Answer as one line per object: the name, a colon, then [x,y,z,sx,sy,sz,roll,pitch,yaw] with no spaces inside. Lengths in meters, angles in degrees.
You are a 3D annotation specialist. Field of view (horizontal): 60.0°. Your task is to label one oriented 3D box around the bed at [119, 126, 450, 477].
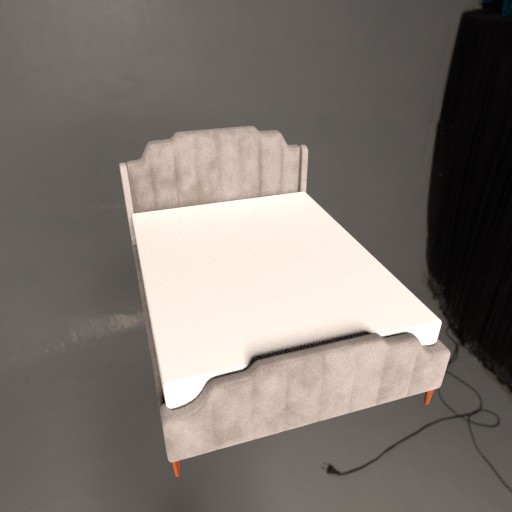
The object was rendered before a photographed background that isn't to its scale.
bed: [0.000,0.000,3.200,1.676,1.245,2.340,-9,32,-15]
